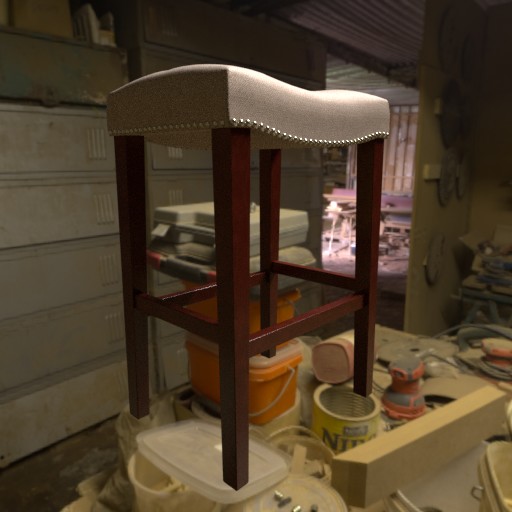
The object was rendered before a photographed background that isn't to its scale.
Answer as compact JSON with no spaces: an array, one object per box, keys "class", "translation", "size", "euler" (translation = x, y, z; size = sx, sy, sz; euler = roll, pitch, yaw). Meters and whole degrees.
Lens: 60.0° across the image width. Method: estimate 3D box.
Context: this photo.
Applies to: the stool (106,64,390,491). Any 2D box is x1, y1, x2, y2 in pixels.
[{"class":"stool","translation":[0.000,0.000,1.011],"size":[0.372,0.742,0.504],"euler":[11,16,43]}]
